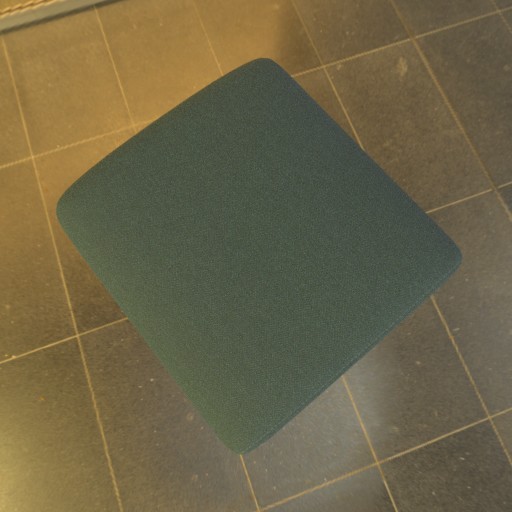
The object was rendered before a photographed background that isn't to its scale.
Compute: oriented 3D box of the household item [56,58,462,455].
[{"bbox_3d":[0.000,0.000,0.878,0.530,0.420,0.530,-38,78,-10],"label":"household item"}]
